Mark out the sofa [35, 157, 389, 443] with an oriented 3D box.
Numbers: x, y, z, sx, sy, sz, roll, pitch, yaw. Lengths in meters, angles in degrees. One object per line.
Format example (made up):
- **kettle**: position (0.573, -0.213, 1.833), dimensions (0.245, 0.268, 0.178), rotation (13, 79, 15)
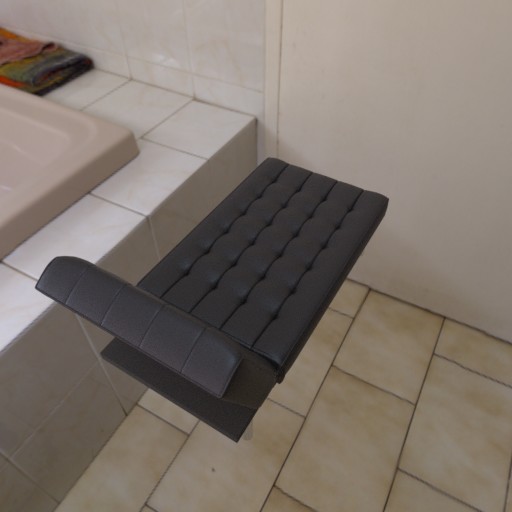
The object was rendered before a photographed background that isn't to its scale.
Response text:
- **sofa**: position (0.000, 0.000, 2.014), dimensions (0.760, 0.820, 1.560), rotation (24, 51, 21)
